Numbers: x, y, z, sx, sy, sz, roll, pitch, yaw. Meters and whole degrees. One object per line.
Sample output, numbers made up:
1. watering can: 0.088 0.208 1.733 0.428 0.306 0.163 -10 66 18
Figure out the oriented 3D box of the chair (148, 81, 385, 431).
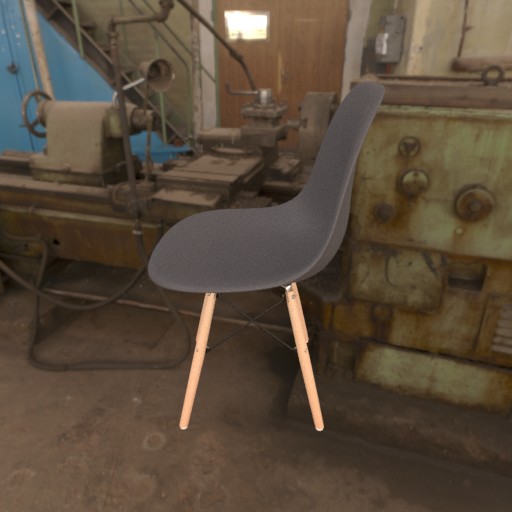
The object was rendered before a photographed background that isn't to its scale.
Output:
1. chair: 0.000 0.000 1.136 0.533 0.826 0.470 0 27 0
